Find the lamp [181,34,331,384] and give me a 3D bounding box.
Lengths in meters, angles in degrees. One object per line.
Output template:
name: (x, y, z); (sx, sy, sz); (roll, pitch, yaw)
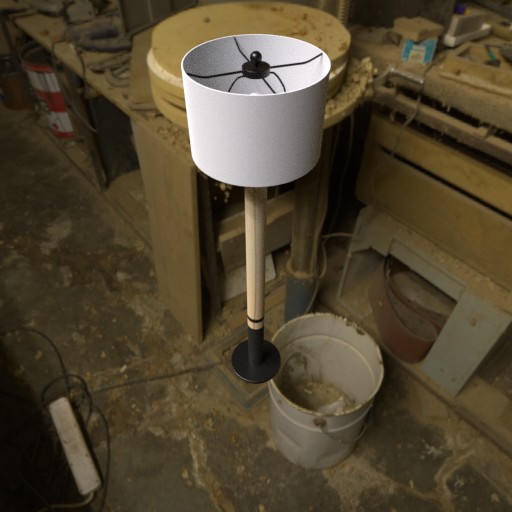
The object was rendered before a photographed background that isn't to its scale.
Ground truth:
lamp: (0.000, 0.000, 1.648); (0.381, 1.478, 0.381); (-30, 53, -26)
